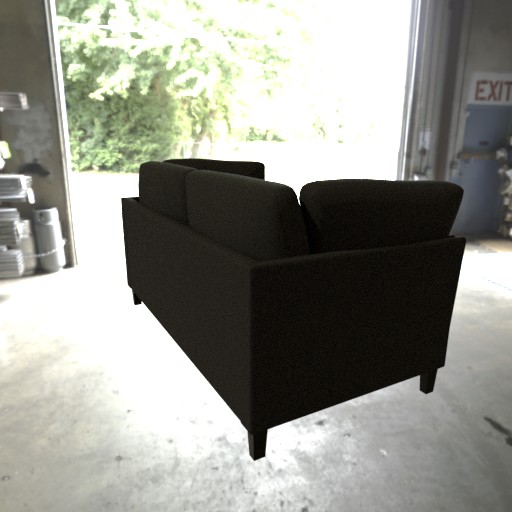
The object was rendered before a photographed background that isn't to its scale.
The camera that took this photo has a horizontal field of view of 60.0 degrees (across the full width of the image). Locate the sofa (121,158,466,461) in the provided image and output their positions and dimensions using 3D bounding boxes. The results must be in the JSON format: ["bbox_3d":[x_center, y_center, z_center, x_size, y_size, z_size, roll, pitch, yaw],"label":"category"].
[{"bbox_3d":[0.000,0.000,2.281,0.969,0.920,1.751,-8,17,-28],"label":"sofa"}]
